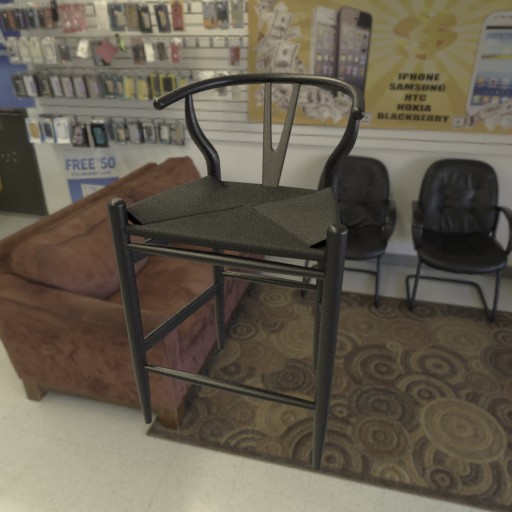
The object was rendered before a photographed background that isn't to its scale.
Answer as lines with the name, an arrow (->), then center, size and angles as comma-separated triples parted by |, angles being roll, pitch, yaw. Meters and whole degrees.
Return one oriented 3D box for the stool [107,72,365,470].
stool -> 0.000, 0.000, 1.314 | 0.569, 0.970, 0.579 | 8, 27, 16
